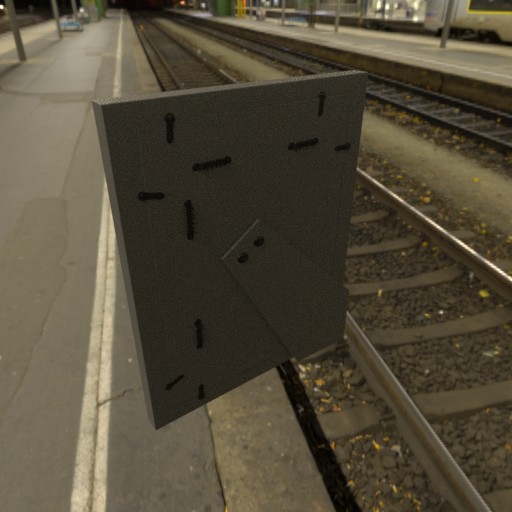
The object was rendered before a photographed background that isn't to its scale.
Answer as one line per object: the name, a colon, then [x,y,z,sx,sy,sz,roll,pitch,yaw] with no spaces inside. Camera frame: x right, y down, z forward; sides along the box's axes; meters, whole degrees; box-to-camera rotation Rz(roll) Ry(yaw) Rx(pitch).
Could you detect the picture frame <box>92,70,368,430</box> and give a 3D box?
picture frame: [0.000,0.000,0.524,0.307,0.383,0.036,-20,35,-30]
